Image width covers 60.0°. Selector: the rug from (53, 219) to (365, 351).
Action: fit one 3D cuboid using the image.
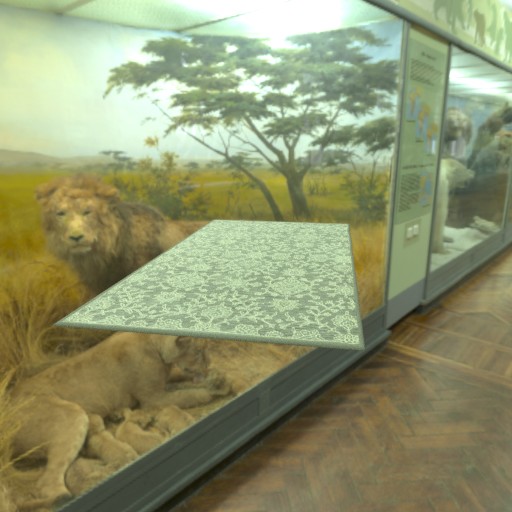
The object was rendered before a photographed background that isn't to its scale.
[{"bbox_3d":[0.000,0.000,3.568,1.546,0.011,3.048,3,15,10],"label":"rug"}]
